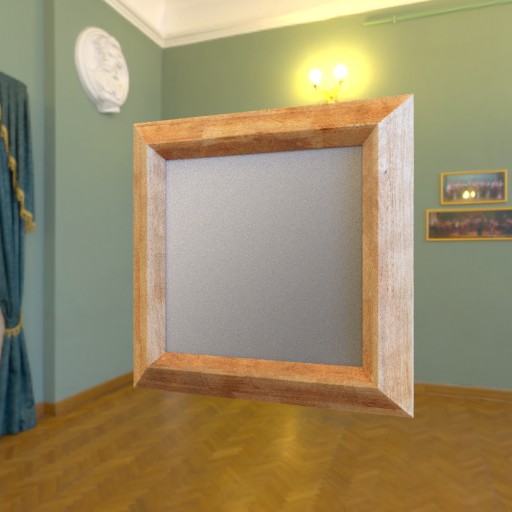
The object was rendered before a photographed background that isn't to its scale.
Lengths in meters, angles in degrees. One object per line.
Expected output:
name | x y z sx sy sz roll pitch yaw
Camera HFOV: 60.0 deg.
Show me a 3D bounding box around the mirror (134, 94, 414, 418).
mirror | 0.000 0.000 0.970 0.651 0.651 0.047 0 0 18
